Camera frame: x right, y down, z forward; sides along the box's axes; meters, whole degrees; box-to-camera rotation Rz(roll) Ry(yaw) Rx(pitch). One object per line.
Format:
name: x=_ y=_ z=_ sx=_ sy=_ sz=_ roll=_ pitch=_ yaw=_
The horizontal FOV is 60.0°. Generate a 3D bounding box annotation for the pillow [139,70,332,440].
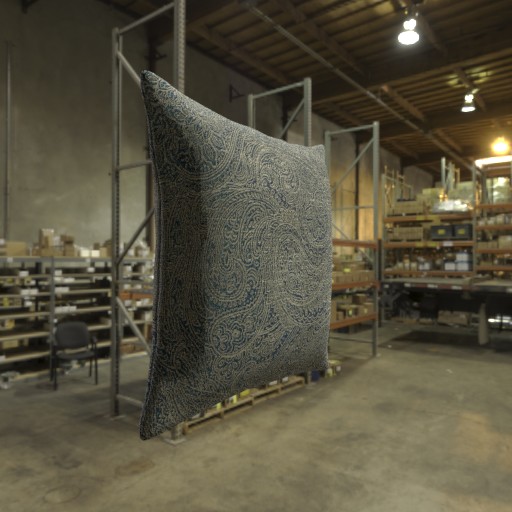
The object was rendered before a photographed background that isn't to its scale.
pillow: x=0.000 y=0.000 z=0.805 sx=0.166 sy=0.510 sz=0.523 roll=0 pitch=-1 yaw=37
